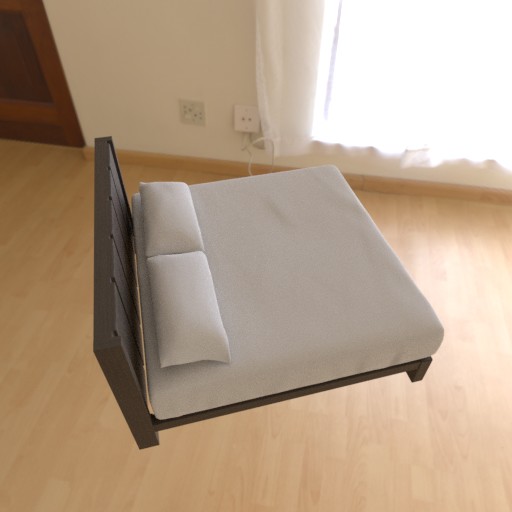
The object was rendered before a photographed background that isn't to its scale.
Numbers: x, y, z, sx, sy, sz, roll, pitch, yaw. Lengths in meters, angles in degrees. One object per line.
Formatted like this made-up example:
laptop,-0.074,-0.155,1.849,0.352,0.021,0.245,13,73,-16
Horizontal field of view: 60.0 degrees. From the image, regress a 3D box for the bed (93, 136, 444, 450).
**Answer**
bed,0.000,0.000,3.607,2.238,1.261,2.143,-10,46,-10
